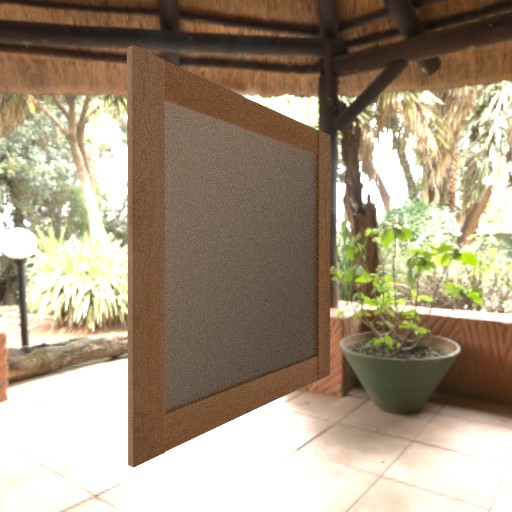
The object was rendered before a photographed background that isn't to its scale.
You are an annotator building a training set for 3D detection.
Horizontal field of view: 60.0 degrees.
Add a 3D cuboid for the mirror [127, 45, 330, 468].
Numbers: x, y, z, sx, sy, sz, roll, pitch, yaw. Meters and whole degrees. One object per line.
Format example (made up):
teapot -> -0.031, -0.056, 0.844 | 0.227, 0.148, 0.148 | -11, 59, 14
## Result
mirror -> 0.000, 0.000, 1.164 | 0.020, 0.800, 0.800 | 0, 1, 37
